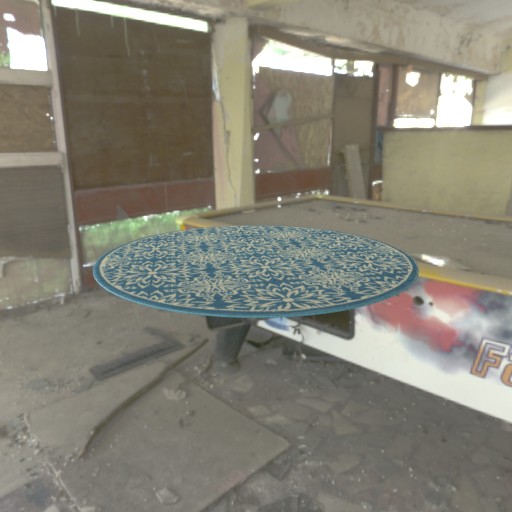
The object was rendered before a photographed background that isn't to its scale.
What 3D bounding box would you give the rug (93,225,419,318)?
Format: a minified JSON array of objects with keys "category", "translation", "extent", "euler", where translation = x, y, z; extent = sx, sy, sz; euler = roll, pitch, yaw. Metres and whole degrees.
[{"category":"rug","translation":[0.000,0.000,2.297],"extent":[1.593,0.012,1.593],"euler":[0,15,0]}]
